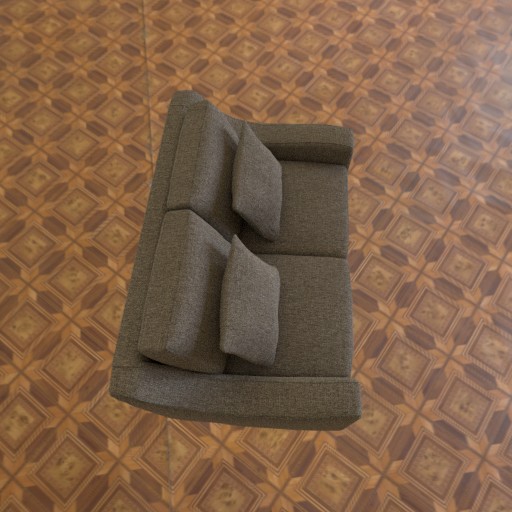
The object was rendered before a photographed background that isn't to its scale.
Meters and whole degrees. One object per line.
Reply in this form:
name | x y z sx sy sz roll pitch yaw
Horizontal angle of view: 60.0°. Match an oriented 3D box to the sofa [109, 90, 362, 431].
sofa | 0.000 0.000 2.504 1.120 0.991 1.778 4 64 2
